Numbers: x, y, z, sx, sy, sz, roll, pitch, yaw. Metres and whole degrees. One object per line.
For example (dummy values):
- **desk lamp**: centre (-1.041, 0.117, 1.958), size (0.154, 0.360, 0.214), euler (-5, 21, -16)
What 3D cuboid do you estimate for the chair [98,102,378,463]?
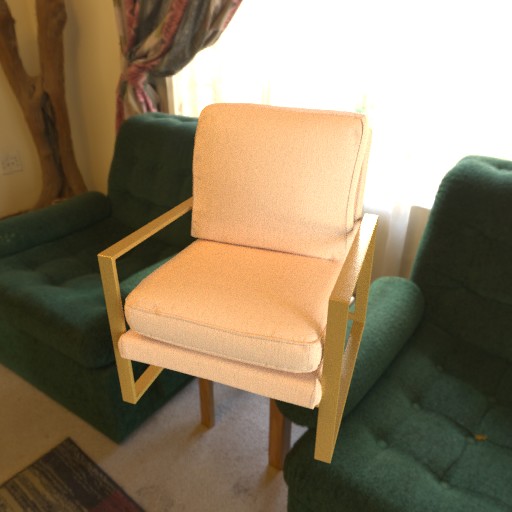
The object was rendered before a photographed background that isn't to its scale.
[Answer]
- **chair**: centre (0.000, 0.000, 1.570), size (0.758, 0.956, 0.813), euler (10, 29, 18)
